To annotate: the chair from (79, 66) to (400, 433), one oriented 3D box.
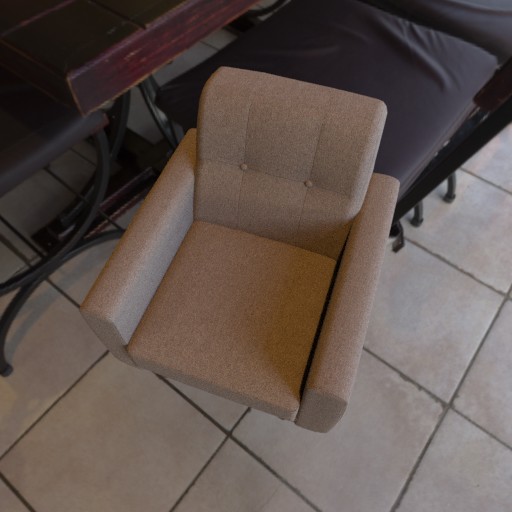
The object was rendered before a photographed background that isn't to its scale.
[{"bbox_3d":[0.000,0.000,1.548,0.831,0.839,0.907,16,59,10],"label":"chair"}]
